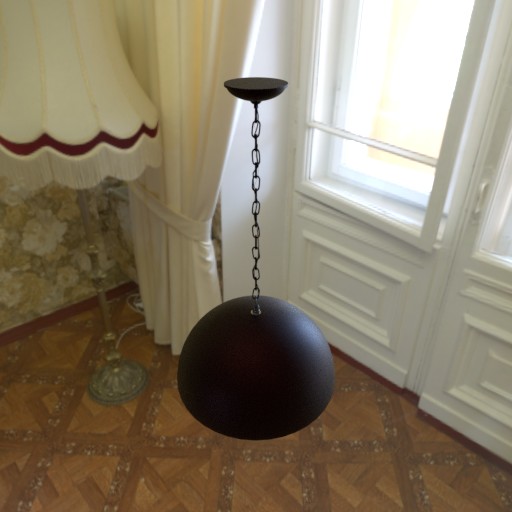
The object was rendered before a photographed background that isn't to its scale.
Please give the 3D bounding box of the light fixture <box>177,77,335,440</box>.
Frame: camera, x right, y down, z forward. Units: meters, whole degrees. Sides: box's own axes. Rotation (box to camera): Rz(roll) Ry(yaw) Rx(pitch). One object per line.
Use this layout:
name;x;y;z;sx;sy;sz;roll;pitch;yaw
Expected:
light fixture;0.000;0.000;1.177;0.492;0.869;0.492;0;31;0
